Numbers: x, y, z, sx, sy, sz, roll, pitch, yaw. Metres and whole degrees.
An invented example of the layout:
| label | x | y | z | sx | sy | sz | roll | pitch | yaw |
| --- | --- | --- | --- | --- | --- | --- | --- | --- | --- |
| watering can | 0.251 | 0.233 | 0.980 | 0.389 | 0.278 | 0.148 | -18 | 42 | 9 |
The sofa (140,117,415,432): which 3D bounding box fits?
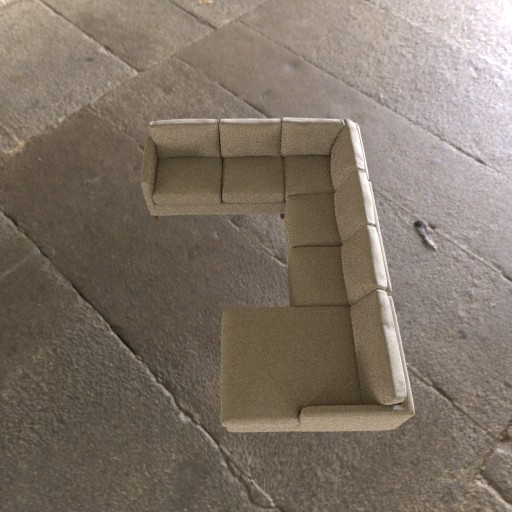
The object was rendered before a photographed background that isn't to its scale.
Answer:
| label | x | y | z | sx | sy | sz | roll | pitch | yaw |
| --- | --- | --- | --- | --- | --- | --- | --- | --- | --- |
| sofa | 0.000 | 0.000 | 4.710 | 2.593 | 0.959 | 3.460 | -1 | 59 | -1 |
